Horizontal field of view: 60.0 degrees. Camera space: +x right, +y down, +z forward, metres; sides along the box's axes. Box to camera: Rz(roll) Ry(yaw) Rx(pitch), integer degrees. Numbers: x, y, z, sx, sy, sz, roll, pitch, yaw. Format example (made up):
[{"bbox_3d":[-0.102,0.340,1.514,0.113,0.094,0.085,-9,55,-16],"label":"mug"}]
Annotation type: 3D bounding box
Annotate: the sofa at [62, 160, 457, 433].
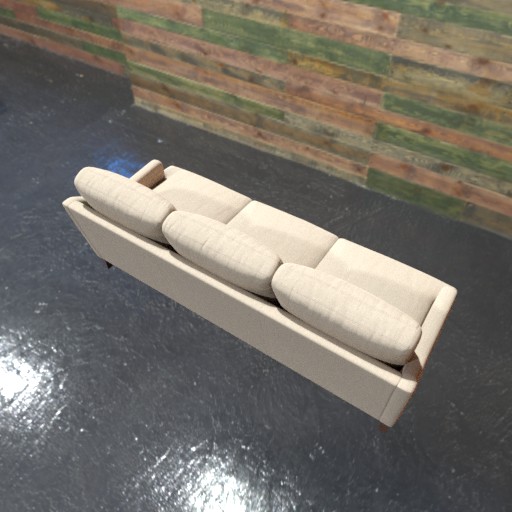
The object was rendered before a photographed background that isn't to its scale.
[{"bbox_3d":[0.000,0.000,2.813,2.321,0.913,1.000,26,52,22],"label":"sofa"}]
